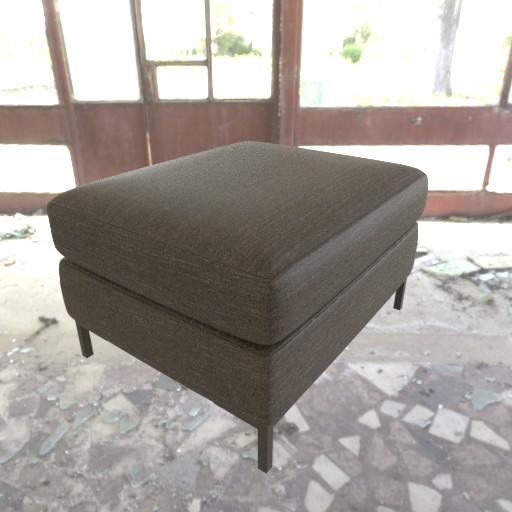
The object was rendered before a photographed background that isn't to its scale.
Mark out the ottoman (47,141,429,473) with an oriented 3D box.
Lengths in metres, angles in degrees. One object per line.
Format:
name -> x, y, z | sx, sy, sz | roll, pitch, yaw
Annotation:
ottoman -> 0.000, 0.000, 1.219 | 0.671, 0.490, 0.820 | 18, 31, 32
